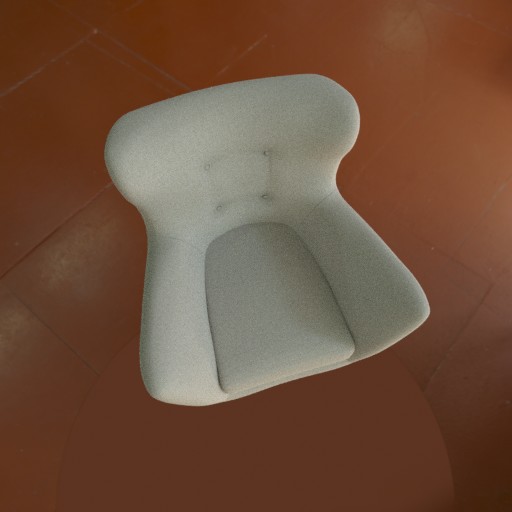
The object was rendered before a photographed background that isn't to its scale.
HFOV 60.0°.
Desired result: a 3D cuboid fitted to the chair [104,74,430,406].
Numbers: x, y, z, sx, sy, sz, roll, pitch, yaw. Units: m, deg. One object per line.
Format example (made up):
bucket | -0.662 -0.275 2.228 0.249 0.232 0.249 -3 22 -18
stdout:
chair | 0.000 0.000 1.613 0.890 0.889 0.889 -15 65 -7
